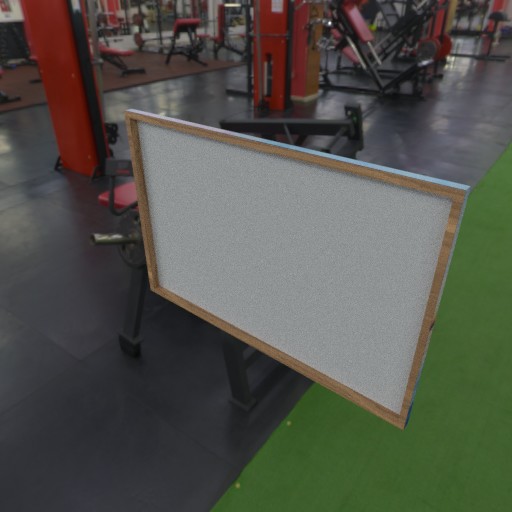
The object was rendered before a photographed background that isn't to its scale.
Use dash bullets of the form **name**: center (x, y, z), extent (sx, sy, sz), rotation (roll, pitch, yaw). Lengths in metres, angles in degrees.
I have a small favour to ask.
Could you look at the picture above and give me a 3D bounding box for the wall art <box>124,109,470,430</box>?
- **wall art**: center (0.000, 0.000, 1.425), extent (1.137, 0.756, 0.034), rotation (22, 38, 32)
